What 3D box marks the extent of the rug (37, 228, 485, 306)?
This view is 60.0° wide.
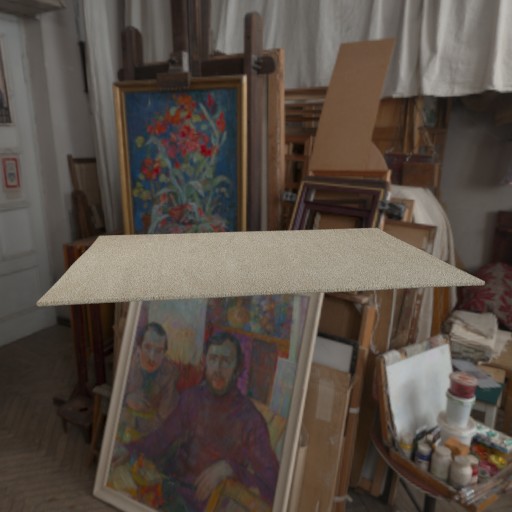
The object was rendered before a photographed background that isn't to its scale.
[{"bbox_3d":[0.000,0.000,3.013,2.346,0.025,1.500,-2,15,-8],"label":"rug"}]
